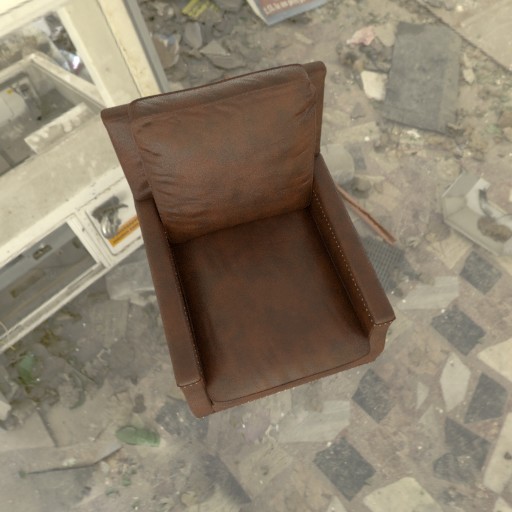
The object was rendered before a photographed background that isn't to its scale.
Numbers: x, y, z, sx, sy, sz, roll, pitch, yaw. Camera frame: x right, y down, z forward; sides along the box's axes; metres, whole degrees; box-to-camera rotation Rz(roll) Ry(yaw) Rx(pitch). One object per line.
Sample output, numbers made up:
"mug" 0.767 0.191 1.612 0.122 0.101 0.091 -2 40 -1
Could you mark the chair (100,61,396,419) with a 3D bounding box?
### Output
"chair" 0.000 0.000 1.819 0.854 1.054 1.035 -16 65 -8
